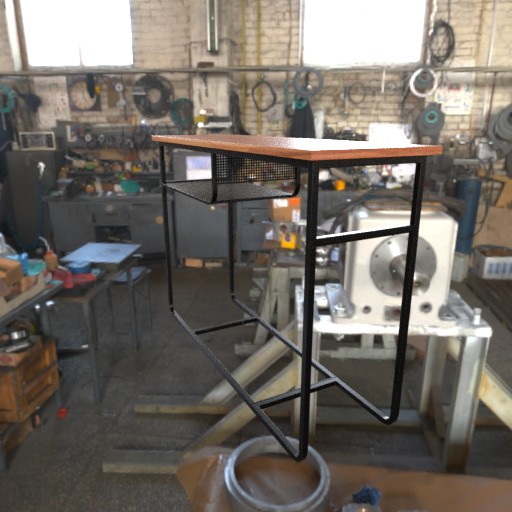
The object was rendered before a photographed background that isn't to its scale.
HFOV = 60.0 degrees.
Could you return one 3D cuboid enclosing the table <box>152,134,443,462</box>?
[{"bbox_3d":[0.000,0.000,1.472,0.350,0.750,1.100,-9,19,-27],"label":"table"}]
